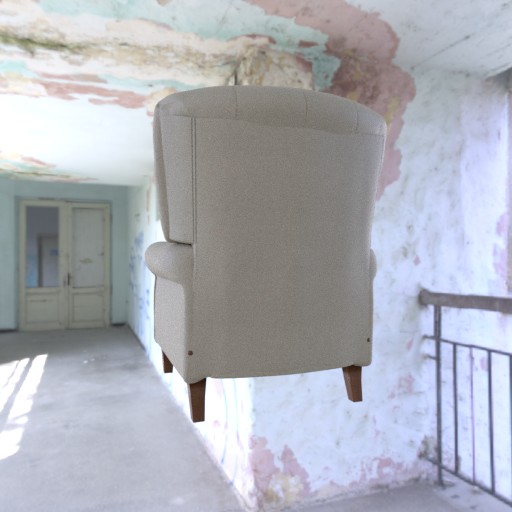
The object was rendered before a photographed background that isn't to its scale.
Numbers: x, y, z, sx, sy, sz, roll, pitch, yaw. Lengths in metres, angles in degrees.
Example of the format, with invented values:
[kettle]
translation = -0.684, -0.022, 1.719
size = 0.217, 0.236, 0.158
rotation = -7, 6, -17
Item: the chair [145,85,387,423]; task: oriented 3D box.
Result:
[chair]
translation = 0.000, 0.000, 1.935
size = 0.943, 1.158, 1.059
rotation = 0, 0, -19
